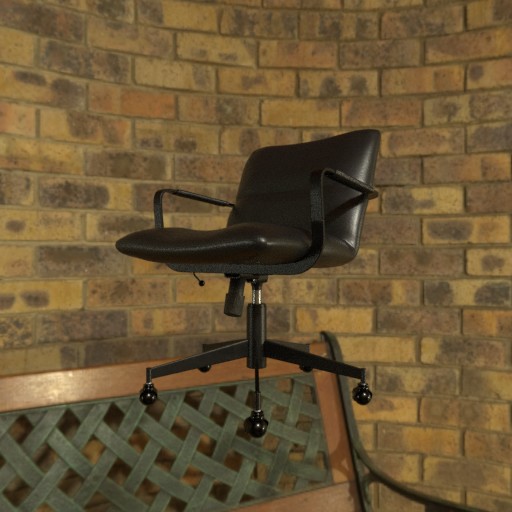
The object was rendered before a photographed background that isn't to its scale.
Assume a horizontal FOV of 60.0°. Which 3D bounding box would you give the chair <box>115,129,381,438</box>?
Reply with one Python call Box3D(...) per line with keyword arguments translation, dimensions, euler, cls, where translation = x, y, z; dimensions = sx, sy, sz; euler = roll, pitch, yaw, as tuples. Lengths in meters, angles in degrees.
Box3D(translation=(0.000, 0.000, 1.472), dimensions=(0.719, 0.922, 0.748), euler=(0, 0, 36), cls="chair")
